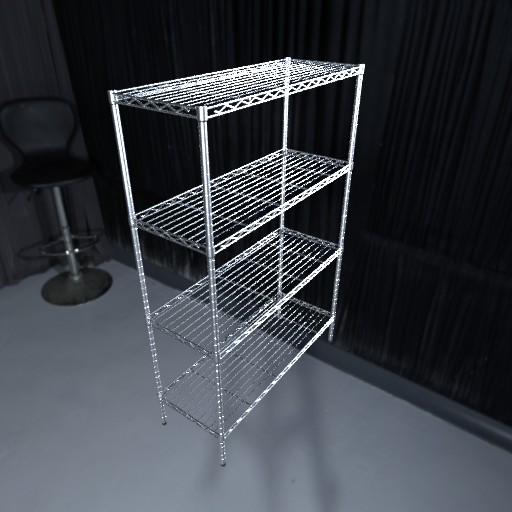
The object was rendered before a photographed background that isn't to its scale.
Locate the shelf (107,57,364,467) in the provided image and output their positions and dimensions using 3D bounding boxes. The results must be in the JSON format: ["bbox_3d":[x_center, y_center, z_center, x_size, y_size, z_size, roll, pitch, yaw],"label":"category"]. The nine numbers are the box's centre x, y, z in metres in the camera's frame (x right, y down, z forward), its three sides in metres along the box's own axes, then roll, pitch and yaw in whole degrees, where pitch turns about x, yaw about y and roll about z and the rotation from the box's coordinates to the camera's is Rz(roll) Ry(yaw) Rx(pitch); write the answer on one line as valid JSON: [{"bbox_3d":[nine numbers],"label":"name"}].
[{"bbox_3d":[0.000,0.000,1.777,0.352,1.360,0.907,20,36,30],"label":"shelf"}]
